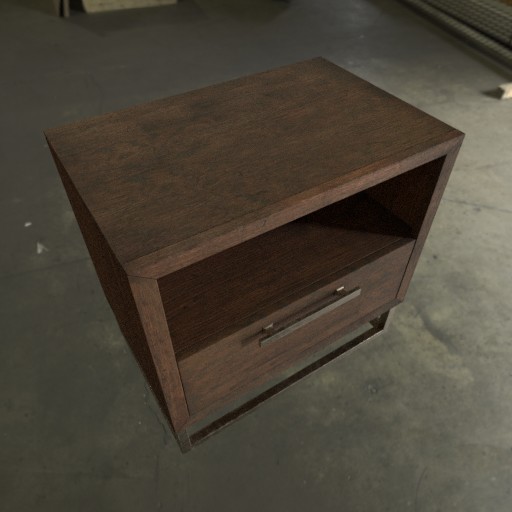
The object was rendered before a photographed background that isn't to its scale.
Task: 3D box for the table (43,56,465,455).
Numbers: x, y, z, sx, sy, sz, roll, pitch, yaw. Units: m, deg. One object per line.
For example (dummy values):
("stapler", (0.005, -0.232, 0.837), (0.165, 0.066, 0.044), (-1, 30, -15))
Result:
("table", (0.000, 0.000, 1.218), (0.767, 0.746, 0.542), (-24, 50, -22))
